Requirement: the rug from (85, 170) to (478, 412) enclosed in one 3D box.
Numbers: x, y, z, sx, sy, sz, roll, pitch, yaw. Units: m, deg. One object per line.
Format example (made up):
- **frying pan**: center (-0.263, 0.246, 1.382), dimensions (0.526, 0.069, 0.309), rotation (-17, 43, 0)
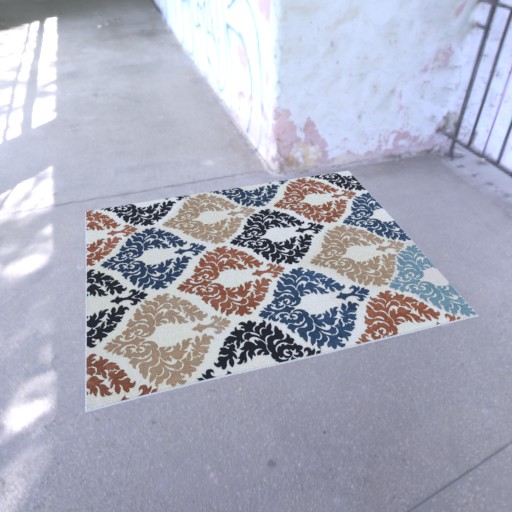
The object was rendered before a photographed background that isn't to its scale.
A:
- **rug**: center (0.000, 0.000, 4.116), dimensions (3.040, 0.014, 2.423), rotation (-11, 42, -12)
